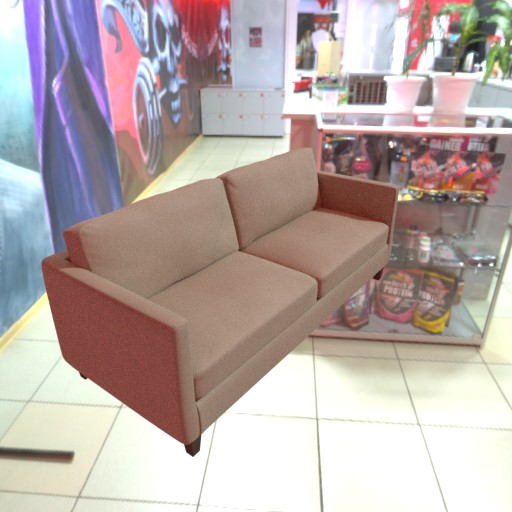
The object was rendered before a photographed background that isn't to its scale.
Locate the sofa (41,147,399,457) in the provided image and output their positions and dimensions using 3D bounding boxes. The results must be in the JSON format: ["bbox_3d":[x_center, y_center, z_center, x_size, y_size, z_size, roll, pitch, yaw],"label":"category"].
[{"bbox_3d":[0.000,0.000,2.706,0.948,0.932,2.181,19,32,33],"label":"sofa"}]
